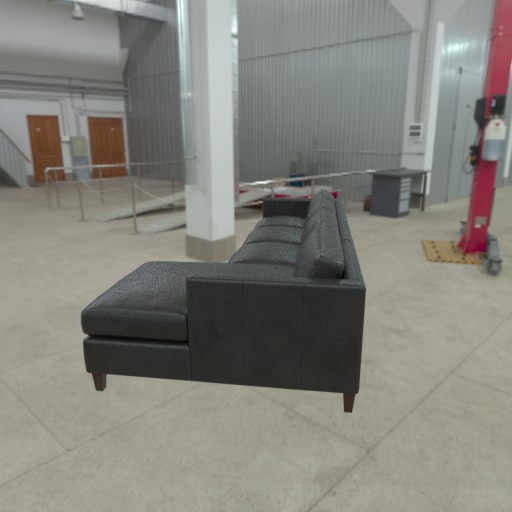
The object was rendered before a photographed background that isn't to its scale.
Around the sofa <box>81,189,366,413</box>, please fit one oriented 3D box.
[{"bbox_3d":[0.000,0.000,3.906,1.581,0.883,3.203,2,15,8],"label":"sofa"}]
